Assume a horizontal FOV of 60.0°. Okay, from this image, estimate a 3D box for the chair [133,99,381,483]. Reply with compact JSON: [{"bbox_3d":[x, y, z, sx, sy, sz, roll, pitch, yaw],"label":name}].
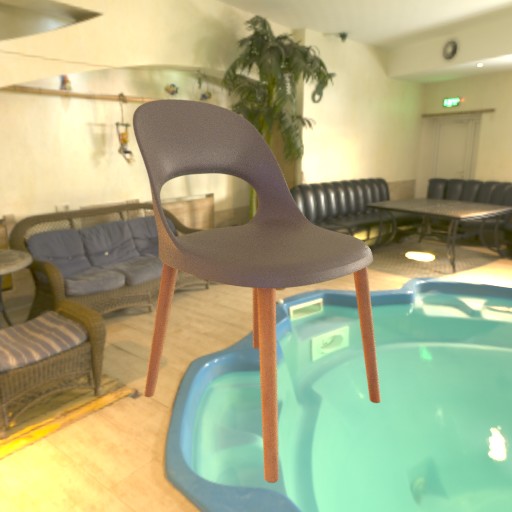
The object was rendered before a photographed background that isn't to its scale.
[{"bbox_3d":[0.000,0.000,1.138,0.470,0.795,0.556,-13,19,-43],"label":"chair"}]
